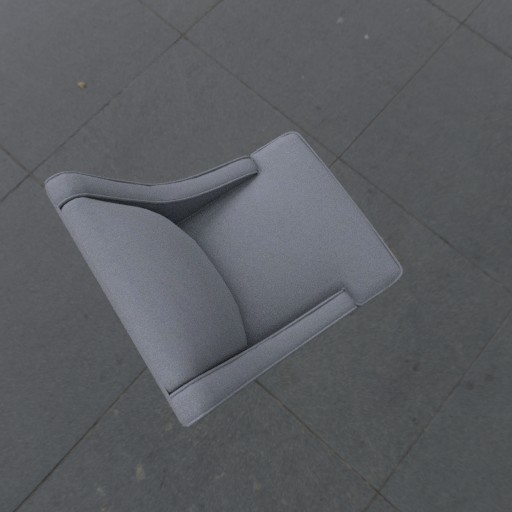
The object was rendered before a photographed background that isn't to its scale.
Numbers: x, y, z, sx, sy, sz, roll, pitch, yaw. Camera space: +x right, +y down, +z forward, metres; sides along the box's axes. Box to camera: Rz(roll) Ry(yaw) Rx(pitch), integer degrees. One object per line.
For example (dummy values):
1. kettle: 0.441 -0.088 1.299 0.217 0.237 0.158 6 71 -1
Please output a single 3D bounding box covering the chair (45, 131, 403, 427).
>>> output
1. chair: 0.000 0.000 1.379 0.747 0.867 0.631 -33 78 -8
